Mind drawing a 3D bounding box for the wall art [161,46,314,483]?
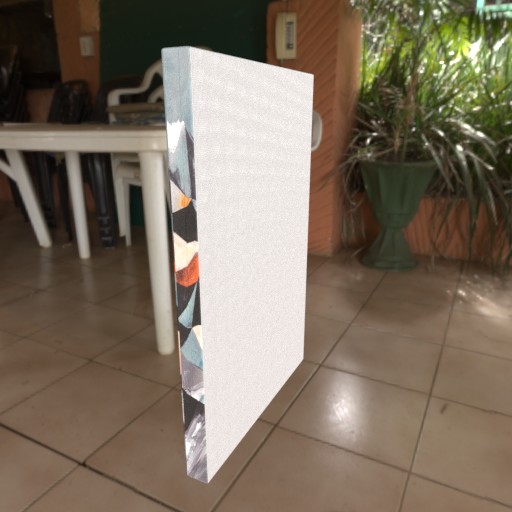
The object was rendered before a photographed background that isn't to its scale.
[{"bbox_3d":[0.000,0.000,1.142,0.061,0.911,0.609,9,20,25],"label":"wall art"}]
